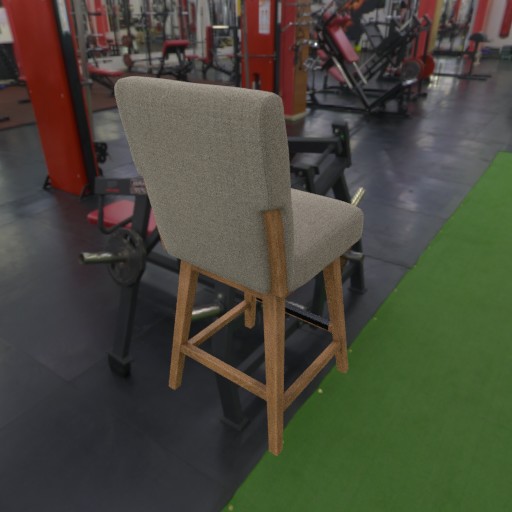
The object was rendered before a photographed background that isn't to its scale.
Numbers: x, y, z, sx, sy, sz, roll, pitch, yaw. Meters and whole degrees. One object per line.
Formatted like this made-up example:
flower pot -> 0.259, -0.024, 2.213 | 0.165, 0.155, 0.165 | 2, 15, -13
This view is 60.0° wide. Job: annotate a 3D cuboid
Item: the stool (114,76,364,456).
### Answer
stool -> 0.000, 0.000, 1.310 | 0.459, 1.010, 0.526 | 20, 35, 32
